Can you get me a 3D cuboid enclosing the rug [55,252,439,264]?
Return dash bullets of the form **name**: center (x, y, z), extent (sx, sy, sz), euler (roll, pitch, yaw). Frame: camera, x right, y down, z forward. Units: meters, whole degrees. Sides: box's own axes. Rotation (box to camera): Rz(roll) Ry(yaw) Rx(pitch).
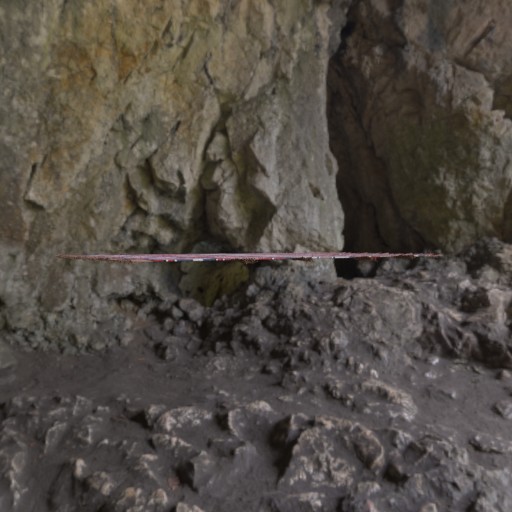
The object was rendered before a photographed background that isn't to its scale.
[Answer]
- **rug**: center (0.000, 0.000, 2.667), extent (2.025, 0.040, 1.469), euler (-1, 1, -36)
